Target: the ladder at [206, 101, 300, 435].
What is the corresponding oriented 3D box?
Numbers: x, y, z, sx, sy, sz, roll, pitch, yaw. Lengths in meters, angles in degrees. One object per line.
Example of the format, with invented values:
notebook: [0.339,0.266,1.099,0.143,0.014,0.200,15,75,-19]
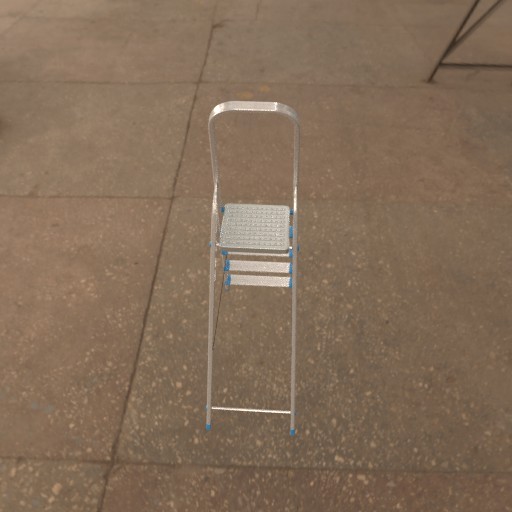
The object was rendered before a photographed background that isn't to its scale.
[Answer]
ladder: [0.000,0.000,2.080,0.468,1.648,0.990,2,46,2]
